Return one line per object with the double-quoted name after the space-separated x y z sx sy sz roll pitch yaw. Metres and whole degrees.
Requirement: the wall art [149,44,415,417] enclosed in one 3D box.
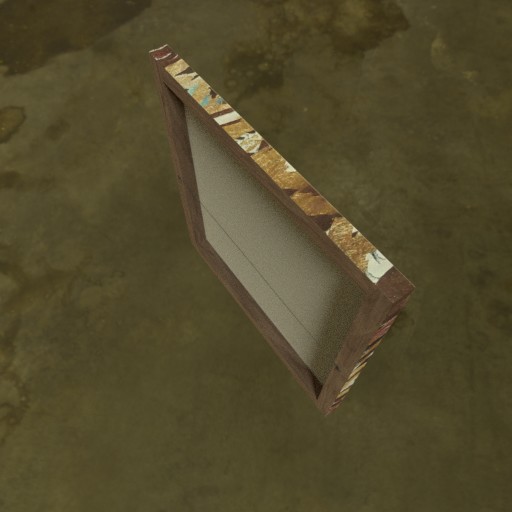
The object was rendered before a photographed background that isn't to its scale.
0.000 0.000 0.923 0.041 0.613 0.609 -31 63 -18 "wall art"
